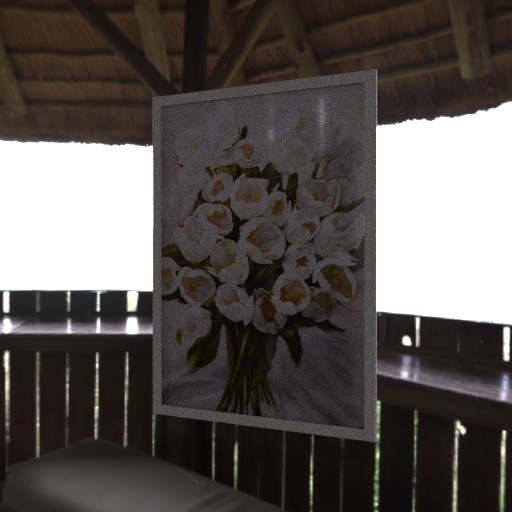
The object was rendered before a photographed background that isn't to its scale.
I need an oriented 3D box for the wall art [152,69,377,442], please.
[{"bbox_3d":[0.000,0.000,1.257,0.660,0.965,0.015,0,0,18],"label":"wall art"}]
